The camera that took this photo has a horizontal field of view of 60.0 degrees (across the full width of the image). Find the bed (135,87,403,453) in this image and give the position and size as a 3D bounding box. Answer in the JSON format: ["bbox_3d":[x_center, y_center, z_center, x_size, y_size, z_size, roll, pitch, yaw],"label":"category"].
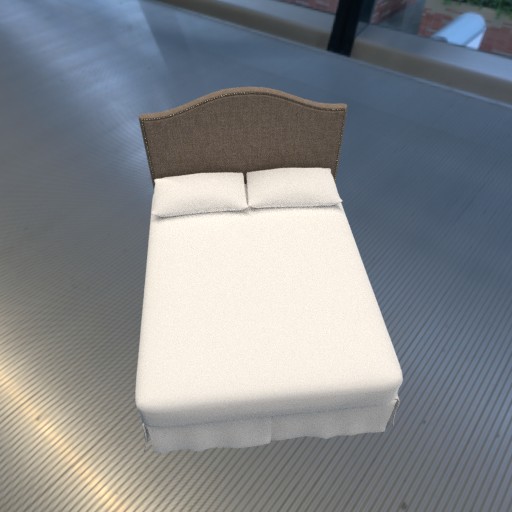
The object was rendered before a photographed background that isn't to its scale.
[{"bbox_3d":[0.000,0.000,3.188,1.713,1.518,2.153,-4,47,-4],"label":"bed"}]
